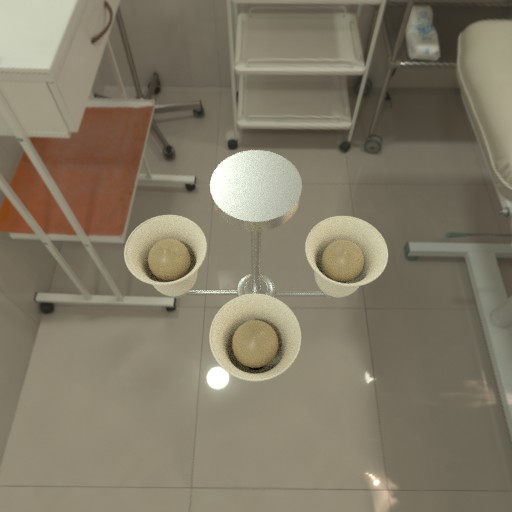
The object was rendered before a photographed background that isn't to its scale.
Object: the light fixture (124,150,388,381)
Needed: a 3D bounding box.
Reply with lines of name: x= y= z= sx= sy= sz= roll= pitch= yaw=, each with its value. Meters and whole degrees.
light fixture: x=0.000 y=0.000 z=0.739 sx=0.427 sy=0.370 sz=0.427 roll=0 pitch=59 yaw=0
